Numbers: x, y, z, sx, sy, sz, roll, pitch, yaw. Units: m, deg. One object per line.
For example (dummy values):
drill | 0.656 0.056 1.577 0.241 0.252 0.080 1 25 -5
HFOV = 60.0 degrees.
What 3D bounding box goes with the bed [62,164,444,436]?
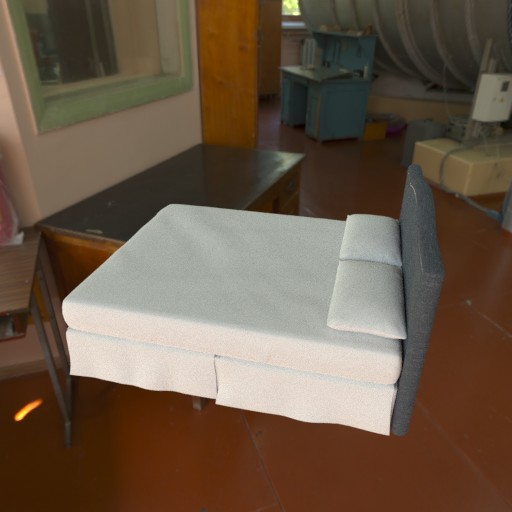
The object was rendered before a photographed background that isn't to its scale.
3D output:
bed | 0.000 0.000 3.910 2.689 1.457 2.161 7 30 13
